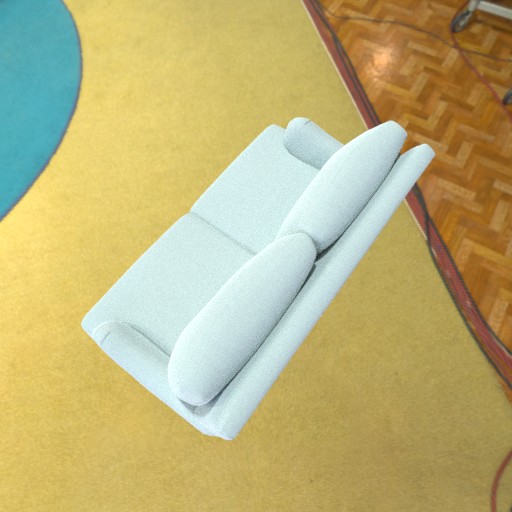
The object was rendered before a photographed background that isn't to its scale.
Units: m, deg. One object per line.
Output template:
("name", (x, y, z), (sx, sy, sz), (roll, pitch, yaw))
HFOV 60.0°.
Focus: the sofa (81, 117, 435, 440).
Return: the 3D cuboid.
("sofa", (0.000, 0.000, 2.559), (1.084, 1.101, 1.853), (33, 67, 16))
